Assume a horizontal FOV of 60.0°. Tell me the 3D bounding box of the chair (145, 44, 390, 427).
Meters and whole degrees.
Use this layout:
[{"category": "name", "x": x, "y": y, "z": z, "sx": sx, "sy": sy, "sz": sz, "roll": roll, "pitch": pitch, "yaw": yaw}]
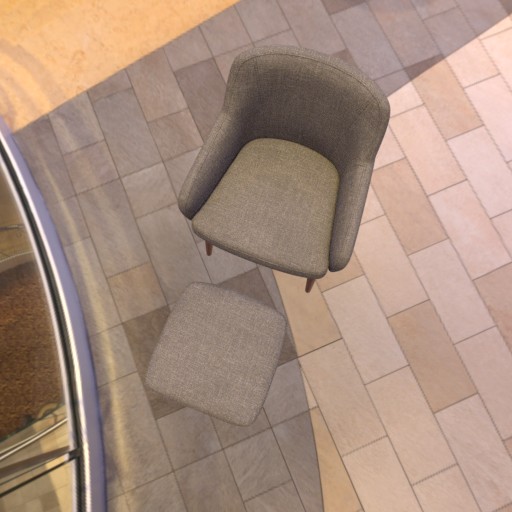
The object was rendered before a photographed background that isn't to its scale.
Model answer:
[{"category": "chair", "x": 0.000, "y": 0.000, "z": 1.542, "sx": 0.584, "sy": 0.799, "sz": 1.107, "roll": 20, "pitch": 77, "yaw": 5}]
